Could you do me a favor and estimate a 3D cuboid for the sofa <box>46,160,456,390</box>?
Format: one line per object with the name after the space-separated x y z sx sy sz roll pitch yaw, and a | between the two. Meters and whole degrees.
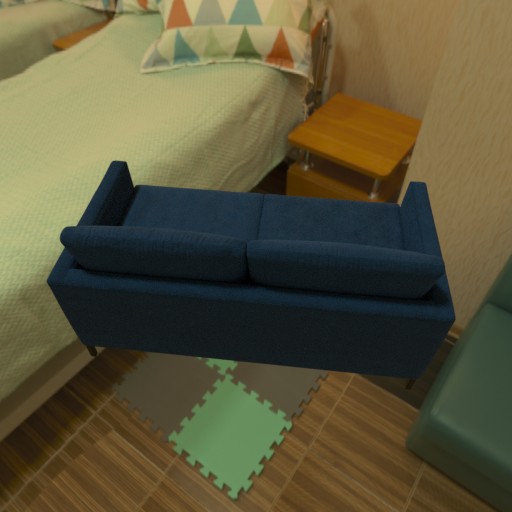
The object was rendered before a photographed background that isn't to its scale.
0.000 0.000 2.198 1.676 0.817 0.875 5 48 4 | sofa
